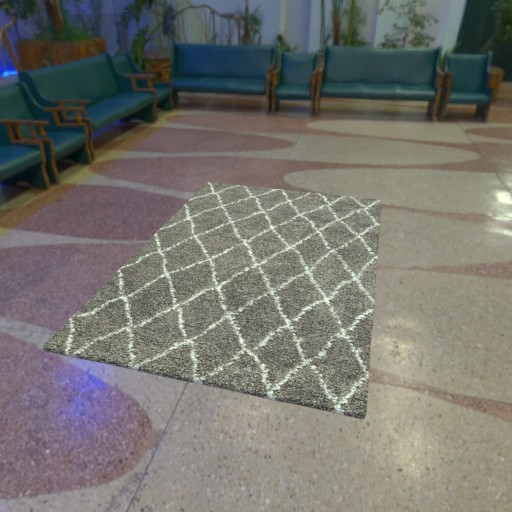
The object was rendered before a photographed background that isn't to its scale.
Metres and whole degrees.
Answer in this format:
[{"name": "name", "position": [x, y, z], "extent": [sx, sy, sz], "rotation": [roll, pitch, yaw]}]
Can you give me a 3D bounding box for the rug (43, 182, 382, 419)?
[{"name": "rug", "position": [0.000, 0.000, 2.297], "extent": [1.219, 0.030, 1.778], "rotation": [8, 32, 13]}]
